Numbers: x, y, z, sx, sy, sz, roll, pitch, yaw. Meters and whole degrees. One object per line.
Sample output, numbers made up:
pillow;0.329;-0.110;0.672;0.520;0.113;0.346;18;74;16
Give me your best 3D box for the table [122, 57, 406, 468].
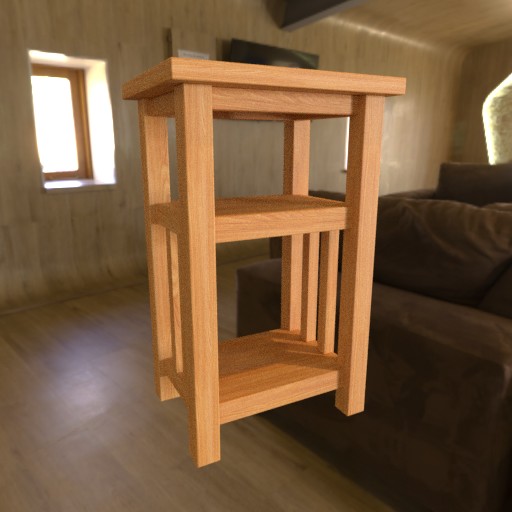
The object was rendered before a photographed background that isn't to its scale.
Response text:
table;0.000;0.000;0.745;0.350;0.550;0.270;-7;16;-27
